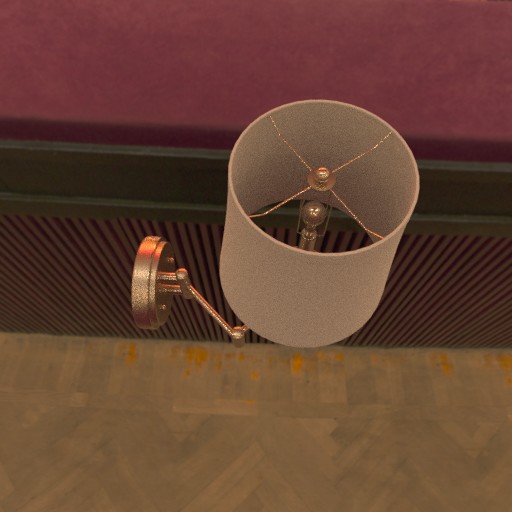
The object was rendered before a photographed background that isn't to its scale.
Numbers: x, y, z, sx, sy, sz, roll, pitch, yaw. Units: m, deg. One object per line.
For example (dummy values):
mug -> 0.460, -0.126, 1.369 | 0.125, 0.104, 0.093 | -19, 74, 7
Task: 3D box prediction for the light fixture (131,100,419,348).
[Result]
light fixture -> 0.000, 0.000, 0.583 | 0.348, 0.381, 0.223 | 4, 64, 2
